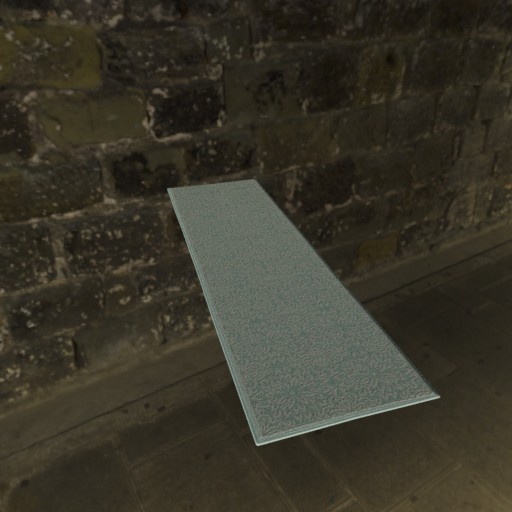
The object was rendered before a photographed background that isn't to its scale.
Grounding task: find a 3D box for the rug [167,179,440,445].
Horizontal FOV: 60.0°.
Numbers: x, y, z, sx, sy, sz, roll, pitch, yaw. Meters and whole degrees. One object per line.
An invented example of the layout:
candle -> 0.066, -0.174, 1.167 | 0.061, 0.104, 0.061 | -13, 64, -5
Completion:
rug -> 0.000, 0.000, 2.346 | 0.662, 0.011, 2.196 | -9, 32, -14
